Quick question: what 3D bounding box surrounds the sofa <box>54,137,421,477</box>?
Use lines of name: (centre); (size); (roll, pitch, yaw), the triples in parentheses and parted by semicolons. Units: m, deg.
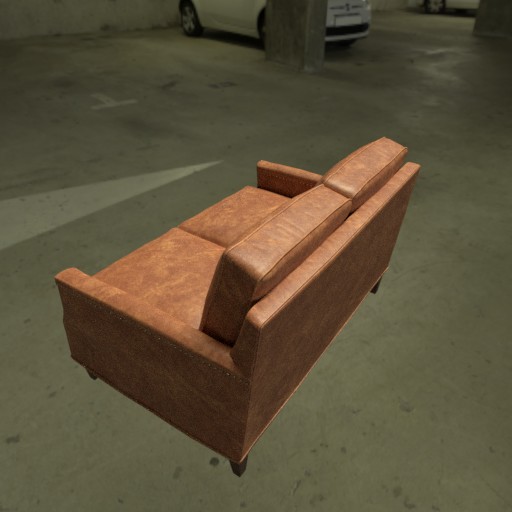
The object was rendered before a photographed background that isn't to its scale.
sofa: (0.000, 0.000, 2.215); (1.084, 1.003, 1.597); (20, 38, 28)
